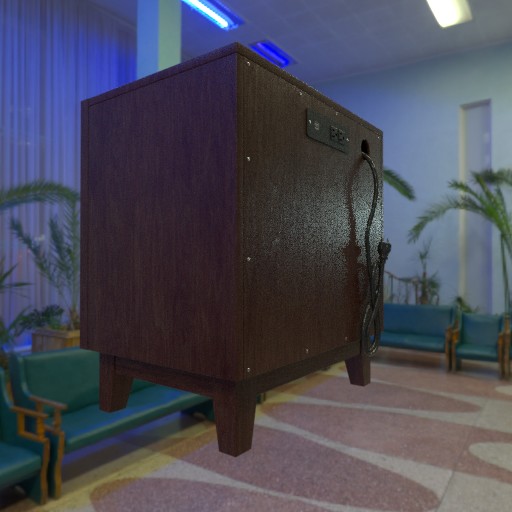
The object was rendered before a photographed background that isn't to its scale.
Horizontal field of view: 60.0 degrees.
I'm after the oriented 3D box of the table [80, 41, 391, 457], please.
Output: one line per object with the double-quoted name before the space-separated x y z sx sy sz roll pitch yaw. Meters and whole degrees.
"table" 0.000 0.000 0.960 0.449 0.609 0.557 0 -1 37
